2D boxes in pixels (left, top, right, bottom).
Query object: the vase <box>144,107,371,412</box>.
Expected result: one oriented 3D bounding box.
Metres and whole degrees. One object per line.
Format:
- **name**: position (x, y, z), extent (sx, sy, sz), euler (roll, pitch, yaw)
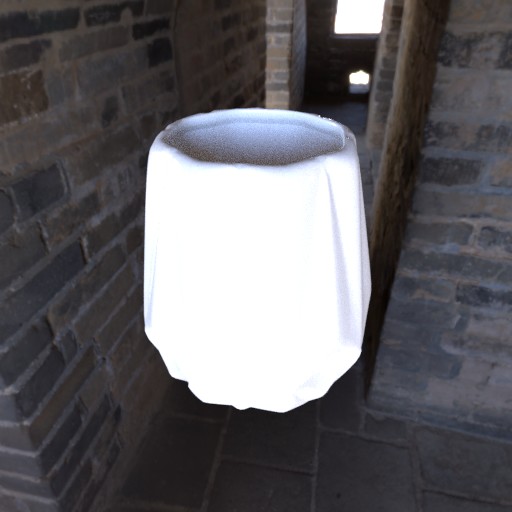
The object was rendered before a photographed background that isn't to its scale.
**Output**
- **vase**: position (0.000, 0.000, 0.268), extent (0.141, 0.152, 0.141), euler (0, 33, 0)
